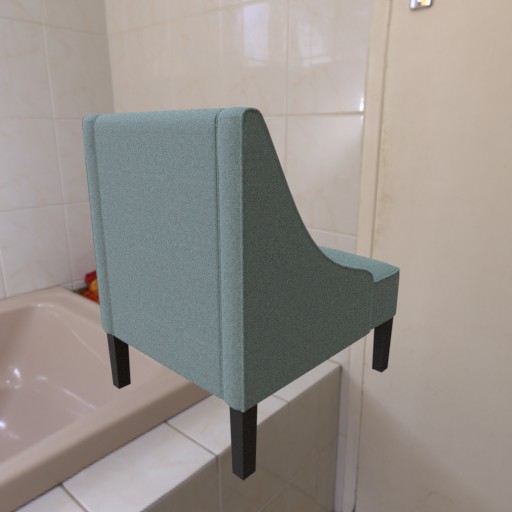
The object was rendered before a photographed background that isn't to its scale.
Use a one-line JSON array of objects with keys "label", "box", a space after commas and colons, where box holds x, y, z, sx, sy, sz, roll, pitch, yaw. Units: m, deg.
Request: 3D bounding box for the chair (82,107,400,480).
[{"label": "chair", "box": [0.000, 0.000, 1.866, 0.857, 1.133, 1.025, 14, 21, 41]}]
